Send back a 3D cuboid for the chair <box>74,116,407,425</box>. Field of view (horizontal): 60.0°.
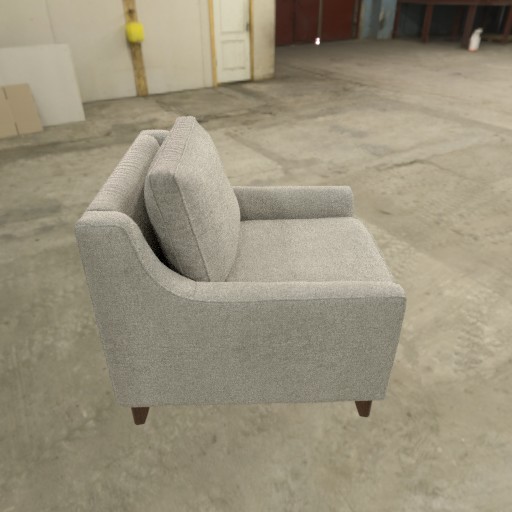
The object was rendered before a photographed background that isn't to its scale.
[{"bbox_3d":[0.000,0.000,1.609,0.918,0.864,0.838,-1,32,-1],"label":"chair"}]
